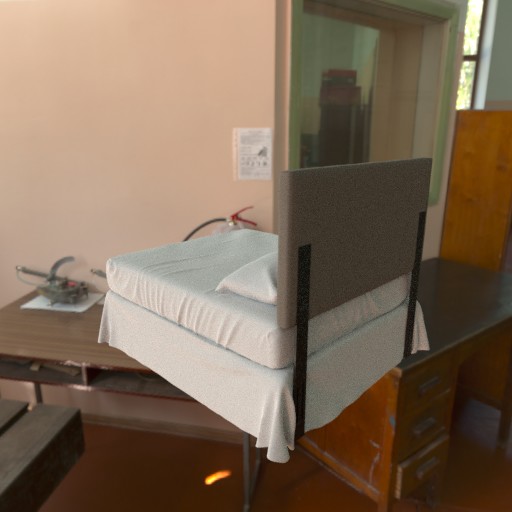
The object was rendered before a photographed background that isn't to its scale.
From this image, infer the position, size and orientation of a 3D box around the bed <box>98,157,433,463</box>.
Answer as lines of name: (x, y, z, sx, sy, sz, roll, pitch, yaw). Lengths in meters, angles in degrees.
bed: (0.000, 0.000, 3.581, 2.222, 1.577, 1.936, 15, 22, 42)
